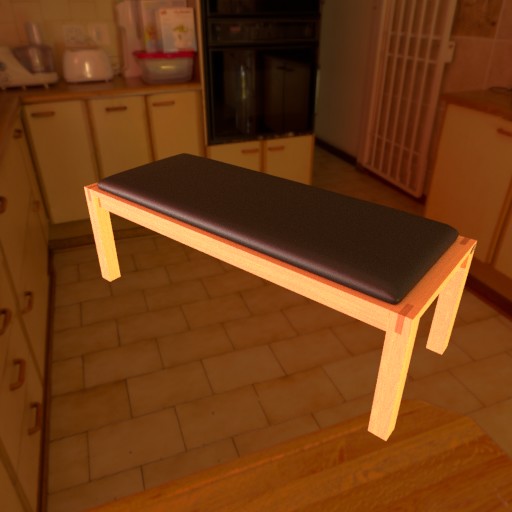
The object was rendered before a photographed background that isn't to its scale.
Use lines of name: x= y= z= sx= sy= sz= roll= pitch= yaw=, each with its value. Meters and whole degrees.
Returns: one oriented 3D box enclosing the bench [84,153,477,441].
bench: x=0.000 y=0.000 z=1.475 sx=1.202 sy=0.430 sz=0.450 roll=22 pitch=37 yaw=33
